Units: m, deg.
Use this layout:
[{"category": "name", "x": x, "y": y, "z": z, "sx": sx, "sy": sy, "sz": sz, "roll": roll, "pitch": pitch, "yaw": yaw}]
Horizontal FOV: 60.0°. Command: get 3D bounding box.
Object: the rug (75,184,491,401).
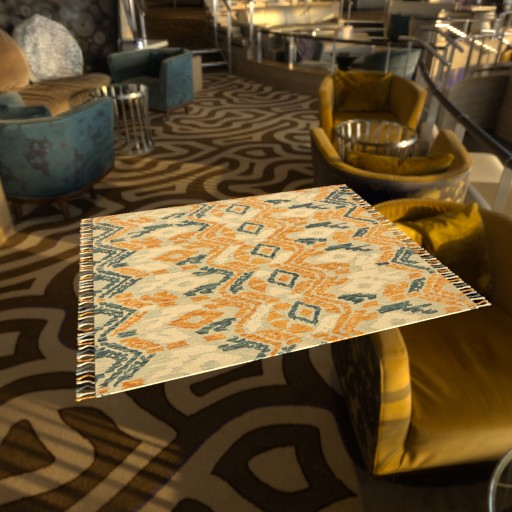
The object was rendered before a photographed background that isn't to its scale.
[{"category": "rug", "x": 0.000, "y": 0.000, "z": 4.011, "sx": 3.048, "sy": 0.010, "sz": 2.439, "roll": -10, "pitch": 34, "yaw": -15}]
